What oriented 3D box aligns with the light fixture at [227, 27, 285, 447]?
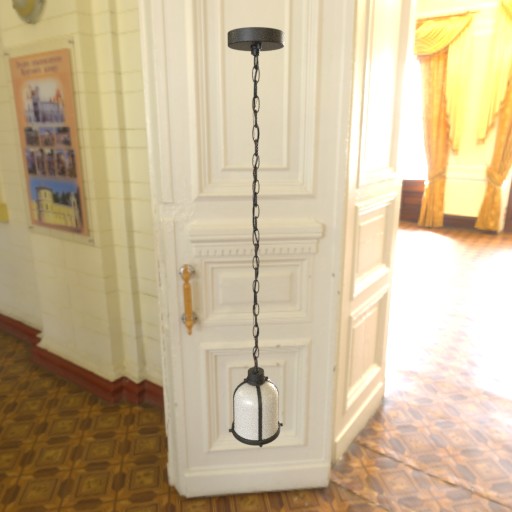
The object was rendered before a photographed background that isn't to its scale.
[{"bbox_3d":[0.000,0.000,1.292,0.178,1.181,0.178,-3,16,-10],"label":"light fixture"}]
